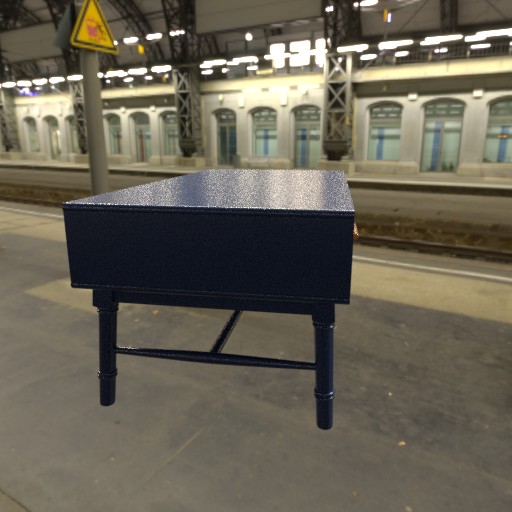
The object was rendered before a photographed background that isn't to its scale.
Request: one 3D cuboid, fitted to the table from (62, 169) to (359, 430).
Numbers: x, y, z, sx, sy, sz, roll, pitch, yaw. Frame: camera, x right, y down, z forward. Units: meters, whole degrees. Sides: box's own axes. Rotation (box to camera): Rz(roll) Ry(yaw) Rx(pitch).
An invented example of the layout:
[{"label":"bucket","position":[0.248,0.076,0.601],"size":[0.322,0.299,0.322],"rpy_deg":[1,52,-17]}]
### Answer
[{"label":"table","position":[0.000,0.000,1.368],"size":[0.572,0.457,1.067],"rpy_deg":[3,15,10]}]
